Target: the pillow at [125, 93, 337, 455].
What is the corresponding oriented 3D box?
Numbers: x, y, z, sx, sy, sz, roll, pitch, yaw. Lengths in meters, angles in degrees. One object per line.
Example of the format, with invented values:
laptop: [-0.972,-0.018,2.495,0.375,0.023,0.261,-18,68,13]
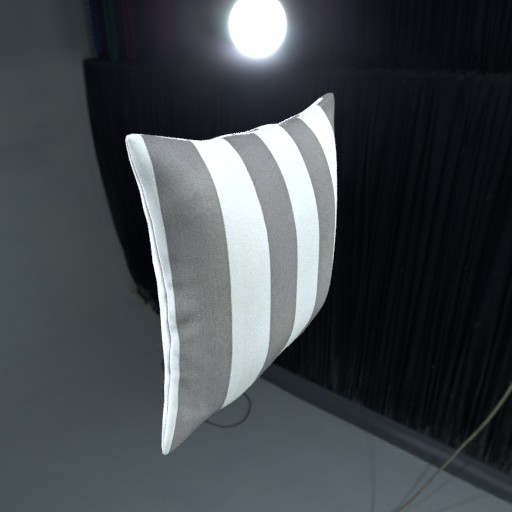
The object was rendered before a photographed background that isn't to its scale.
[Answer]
pillow: [0.000,0.000,0.791,0.192,0.507,0.522,17,31,31]
